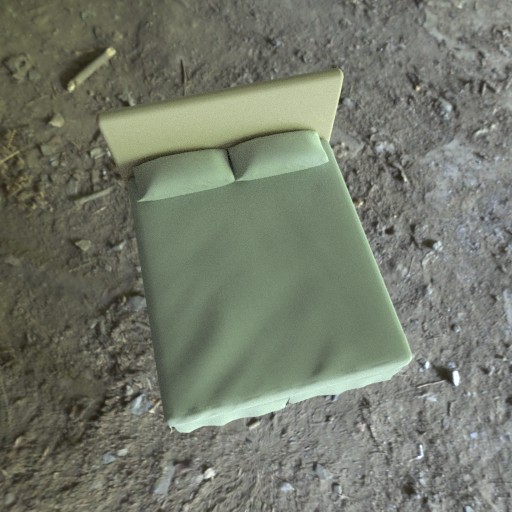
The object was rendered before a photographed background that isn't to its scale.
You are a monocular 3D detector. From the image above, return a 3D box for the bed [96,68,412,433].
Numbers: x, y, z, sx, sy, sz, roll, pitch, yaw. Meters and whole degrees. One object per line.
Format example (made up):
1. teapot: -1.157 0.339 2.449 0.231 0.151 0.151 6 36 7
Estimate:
1. bed: 0.000 0.000 3.354 1.884 1.330 2.142 -13 66 -6
